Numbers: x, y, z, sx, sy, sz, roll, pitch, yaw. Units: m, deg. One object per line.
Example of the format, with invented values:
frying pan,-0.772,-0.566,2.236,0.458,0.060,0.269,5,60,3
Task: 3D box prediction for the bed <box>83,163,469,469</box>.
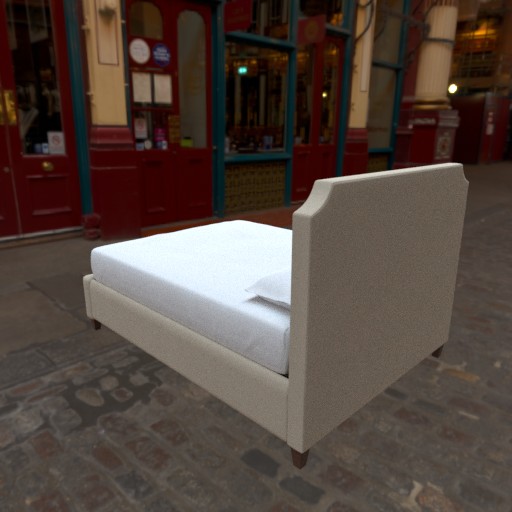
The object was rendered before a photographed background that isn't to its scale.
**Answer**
bed,0.000,0.000,3.329,1.703,1.415,2.329,-15,22,-43
